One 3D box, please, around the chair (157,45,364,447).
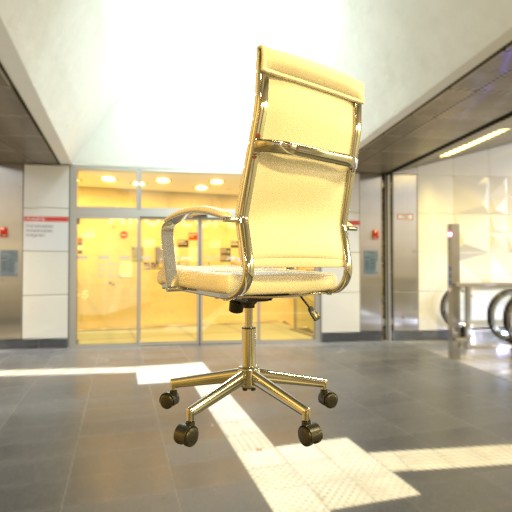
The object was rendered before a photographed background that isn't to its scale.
[{"bbox_3d":[0.000,0.000,1.573,0.679,1.149,0.679,1,-2,-37],"label":"chair"}]
